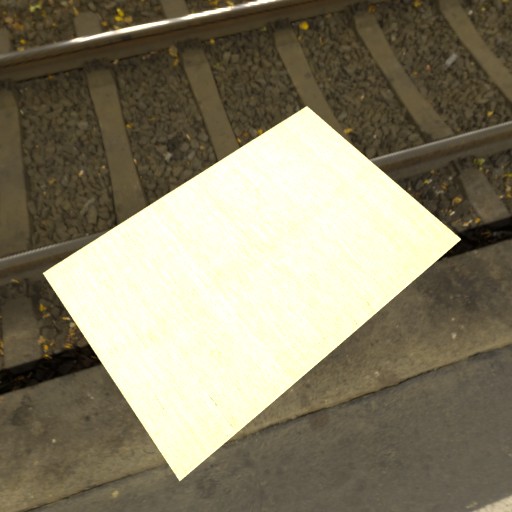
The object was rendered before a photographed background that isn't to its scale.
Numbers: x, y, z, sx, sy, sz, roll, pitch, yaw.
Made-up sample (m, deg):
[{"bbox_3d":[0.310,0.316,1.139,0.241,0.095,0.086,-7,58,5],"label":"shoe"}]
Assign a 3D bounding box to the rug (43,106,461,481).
[{"bbox_3d":[0.000,0.000,2.357,1.850,0.015,1.250,-36,69,-16],"label":"rug"}]
